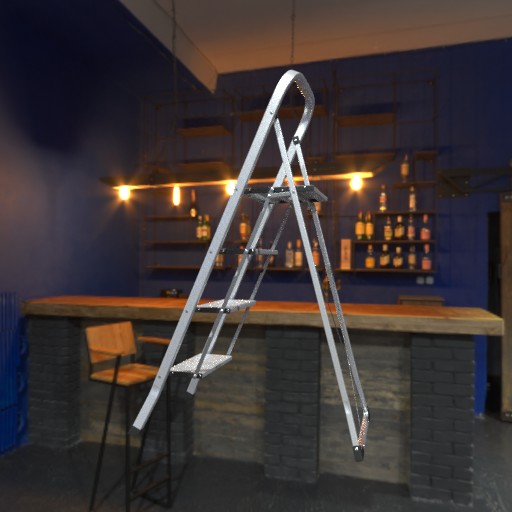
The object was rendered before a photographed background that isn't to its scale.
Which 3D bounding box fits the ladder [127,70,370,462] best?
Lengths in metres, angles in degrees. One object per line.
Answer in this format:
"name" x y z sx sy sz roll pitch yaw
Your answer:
"ladder" 0.000 0.000 1.703 0.830 1.290 0.465 0 0 18
